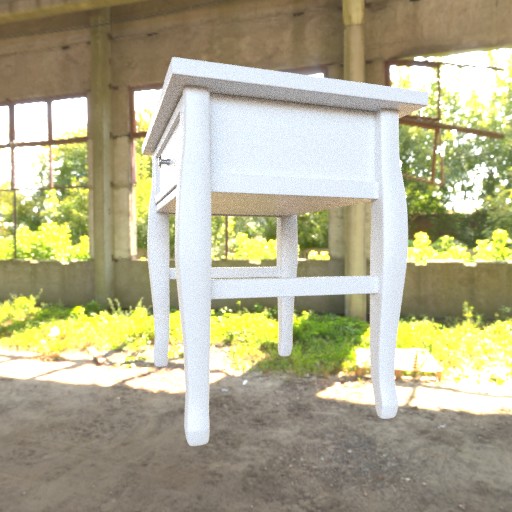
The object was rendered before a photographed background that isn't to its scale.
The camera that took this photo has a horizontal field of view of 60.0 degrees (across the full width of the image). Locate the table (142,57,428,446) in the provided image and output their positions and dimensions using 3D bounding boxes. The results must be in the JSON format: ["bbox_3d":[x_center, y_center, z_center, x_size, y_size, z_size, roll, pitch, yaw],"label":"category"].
[{"bbox_3d":[0.000,0.000,1.017,0.463,0.605,0.599,0,1,-19],"label":"table"}]
